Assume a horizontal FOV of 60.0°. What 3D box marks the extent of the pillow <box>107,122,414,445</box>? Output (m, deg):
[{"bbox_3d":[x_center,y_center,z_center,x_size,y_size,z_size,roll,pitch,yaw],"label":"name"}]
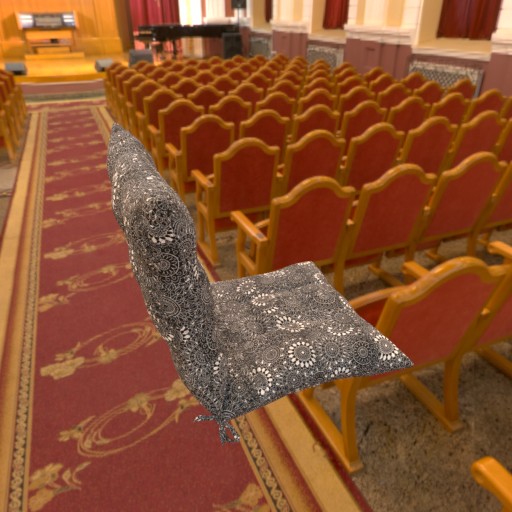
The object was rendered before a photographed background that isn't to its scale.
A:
[{"bbox_3d":[0.000,0.000,1.011,0.585,0.536,0.541,-11,31,-19],"label":"pillow"}]
